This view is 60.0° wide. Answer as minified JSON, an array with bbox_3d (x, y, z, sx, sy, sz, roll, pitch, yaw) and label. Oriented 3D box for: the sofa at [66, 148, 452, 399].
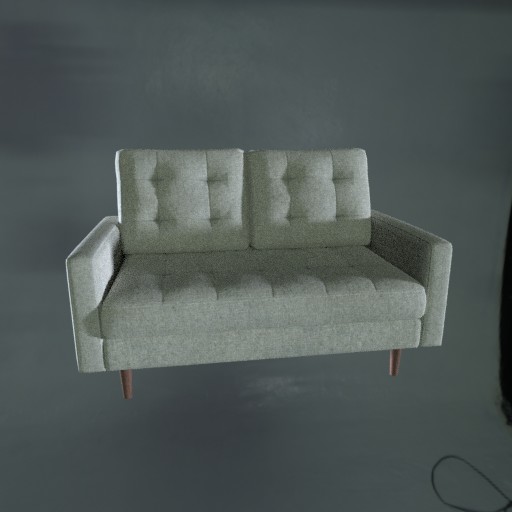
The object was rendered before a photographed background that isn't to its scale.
[{"bbox_3d":[0.000,0.000,1.962,1.407,0.907,0.842,-2,16,-8],"label":"sofa"}]
